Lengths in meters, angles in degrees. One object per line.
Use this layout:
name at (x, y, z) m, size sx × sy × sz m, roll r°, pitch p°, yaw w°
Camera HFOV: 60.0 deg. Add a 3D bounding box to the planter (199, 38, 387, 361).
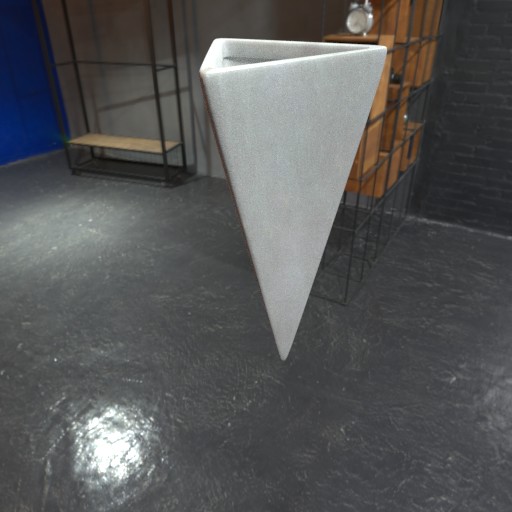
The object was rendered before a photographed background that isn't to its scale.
planter at (0.000, 0.000, 0.151) m, size 0.058 × 0.130 × 0.047 m, roll 18°, pitch 34°, yaw 28°
